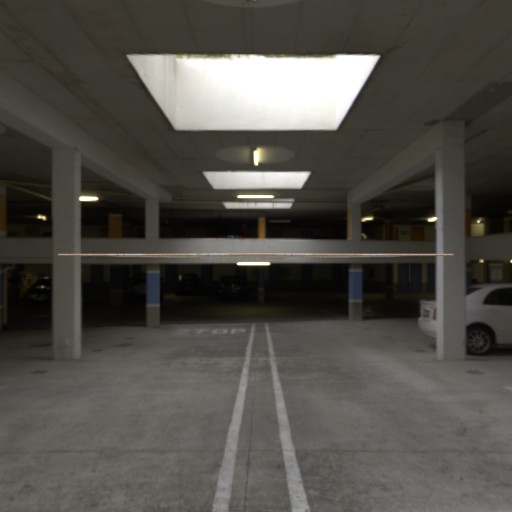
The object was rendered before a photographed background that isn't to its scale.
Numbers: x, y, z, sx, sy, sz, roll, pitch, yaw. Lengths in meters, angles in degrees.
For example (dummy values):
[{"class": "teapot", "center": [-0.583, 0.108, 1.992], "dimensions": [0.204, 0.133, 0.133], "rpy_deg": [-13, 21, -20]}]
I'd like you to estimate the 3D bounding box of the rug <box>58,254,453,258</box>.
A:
[{"class": "rug", "center": [0.000, 0.000, 4.374], "dimensions": [2.452, 0.020, 3.365], "rpy_deg": [0, 0, 0]}]
